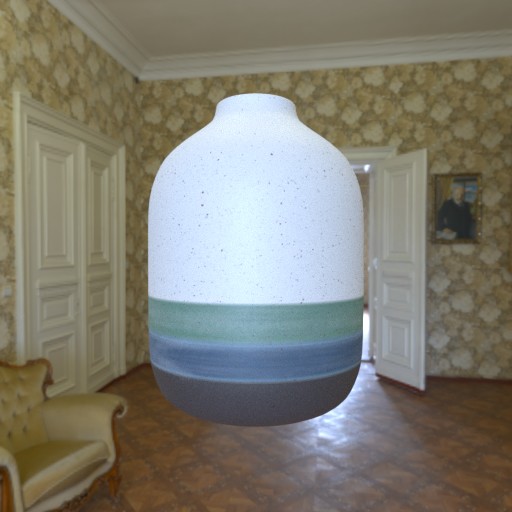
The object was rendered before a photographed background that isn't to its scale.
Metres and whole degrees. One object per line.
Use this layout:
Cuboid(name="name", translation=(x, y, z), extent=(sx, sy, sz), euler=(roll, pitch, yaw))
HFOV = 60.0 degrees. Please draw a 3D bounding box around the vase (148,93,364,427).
Cuboid(name="vase", translation=(0.000, 0.000, 0.358), extent=(0.169, 0.240, 0.169), euler=(0, 0, 0))
